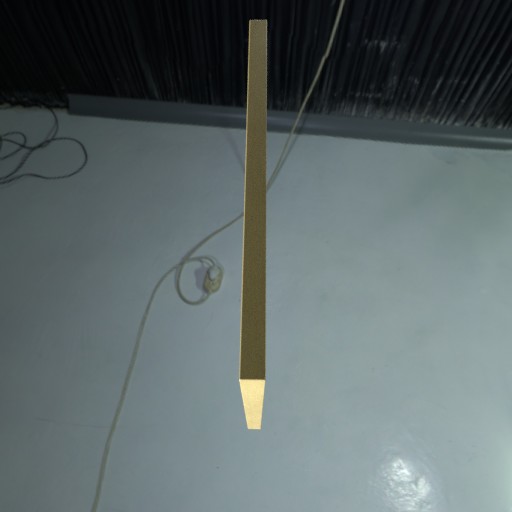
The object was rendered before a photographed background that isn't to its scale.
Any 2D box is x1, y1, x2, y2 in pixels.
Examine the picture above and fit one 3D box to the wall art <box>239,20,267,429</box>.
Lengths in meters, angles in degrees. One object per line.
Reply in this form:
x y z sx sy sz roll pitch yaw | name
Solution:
0.000 0.000 1.132 0.037 0.763 0.763 1 64 0 | wall art
